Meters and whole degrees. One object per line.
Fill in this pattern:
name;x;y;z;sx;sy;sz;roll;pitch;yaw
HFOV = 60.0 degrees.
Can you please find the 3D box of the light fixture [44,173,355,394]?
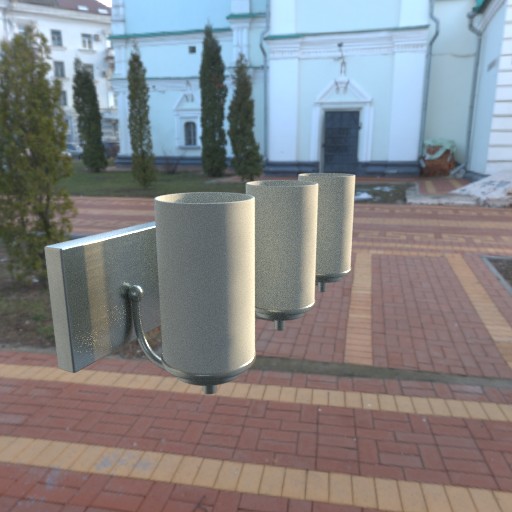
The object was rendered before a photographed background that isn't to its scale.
light fixture;0.000;0.000;0.522;0.145;0.172;0.451;7;16;26
